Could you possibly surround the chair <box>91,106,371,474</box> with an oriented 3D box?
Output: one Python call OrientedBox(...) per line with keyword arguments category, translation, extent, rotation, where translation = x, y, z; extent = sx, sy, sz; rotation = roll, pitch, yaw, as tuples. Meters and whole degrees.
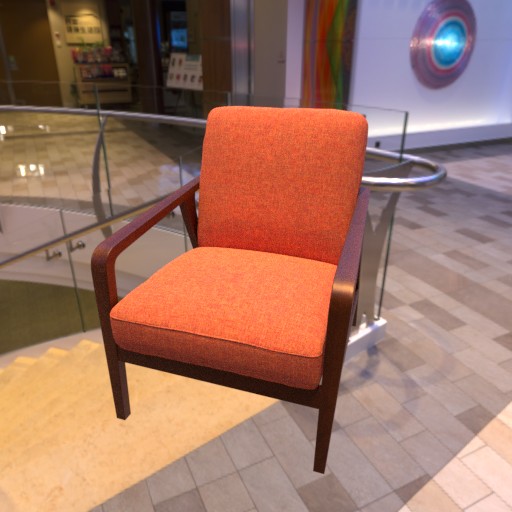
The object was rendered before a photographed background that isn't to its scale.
OrientedBox(category="chair", translation=(0.000, 0.000, 1.502), extent=(0.719, 0.890, 0.860), rotation=(8, 26, 16))
